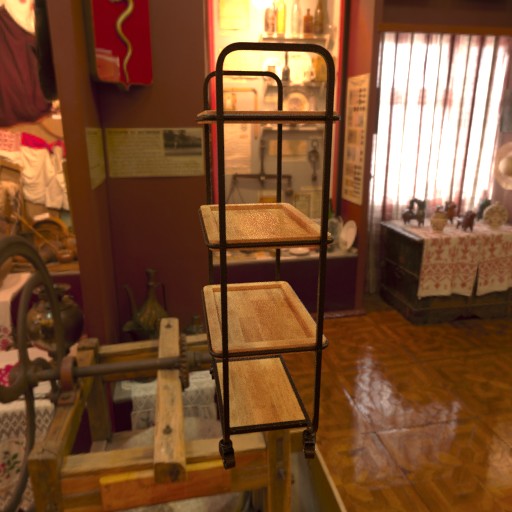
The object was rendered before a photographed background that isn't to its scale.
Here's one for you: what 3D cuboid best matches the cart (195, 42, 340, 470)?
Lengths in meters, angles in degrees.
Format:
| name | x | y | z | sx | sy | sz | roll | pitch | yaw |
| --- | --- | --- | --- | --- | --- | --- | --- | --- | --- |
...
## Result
| name | x | y | z | sx | sy | sz | roll | pitch | yaw |
| --- | --- | --- | --- | --- | --- | --- | --- | --- | --- |
| cart | 0.000 | 0.000 | 1.327 | 0.321 | 1.080 | 0.545 | -3 | 17 | -9 |
